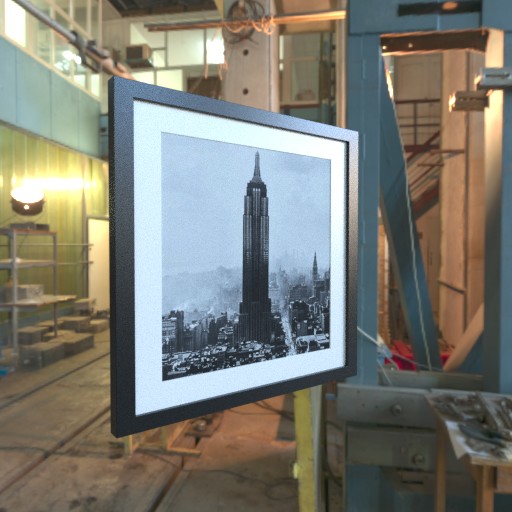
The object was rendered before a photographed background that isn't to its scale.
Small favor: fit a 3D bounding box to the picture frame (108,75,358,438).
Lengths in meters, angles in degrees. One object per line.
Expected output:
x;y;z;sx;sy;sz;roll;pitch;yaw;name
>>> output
0.000;0.000;0.857;0.559;0.557;0.029;-1;2;-37;picture frame
